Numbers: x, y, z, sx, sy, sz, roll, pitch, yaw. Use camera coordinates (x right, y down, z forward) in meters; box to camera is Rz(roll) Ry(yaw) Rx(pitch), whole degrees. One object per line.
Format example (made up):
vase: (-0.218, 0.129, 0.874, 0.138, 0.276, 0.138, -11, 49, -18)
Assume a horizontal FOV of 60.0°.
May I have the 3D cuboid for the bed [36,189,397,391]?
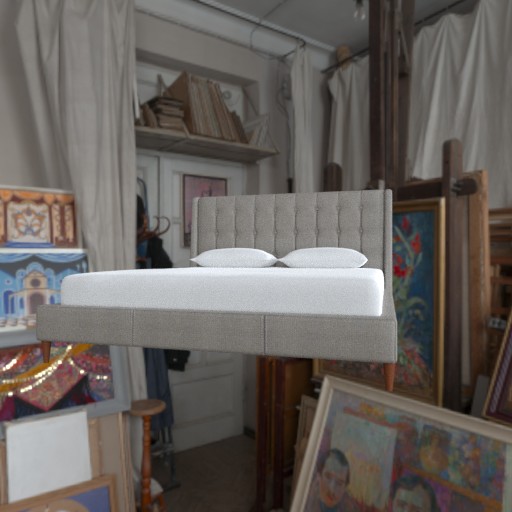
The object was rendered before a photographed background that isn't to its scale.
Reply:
bed: (0.000, 0.000, 3.470, 2.062, 1.289, 2.342, 0, 0, 16)
